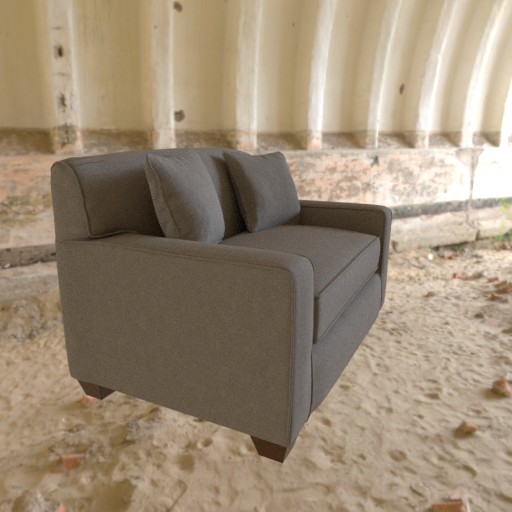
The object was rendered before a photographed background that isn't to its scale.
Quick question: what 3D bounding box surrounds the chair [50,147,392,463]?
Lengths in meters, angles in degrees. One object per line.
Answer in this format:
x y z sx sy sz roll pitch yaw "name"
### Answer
0.000 0.000 2.018 0.992 0.953 1.395 7 16 26 "chair"
